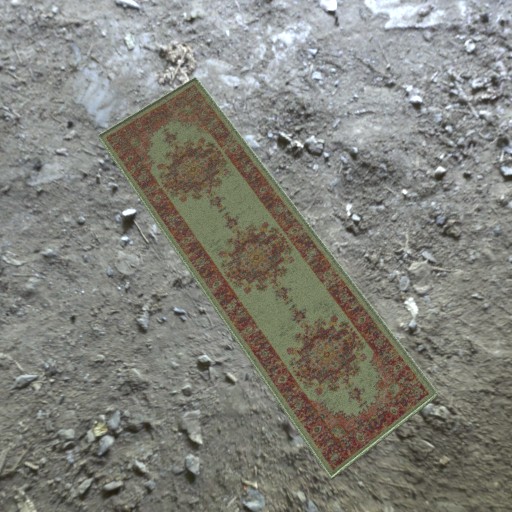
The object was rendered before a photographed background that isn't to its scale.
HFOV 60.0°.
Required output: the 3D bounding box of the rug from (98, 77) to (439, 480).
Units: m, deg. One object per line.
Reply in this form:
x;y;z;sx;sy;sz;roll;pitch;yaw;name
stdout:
0.000;0.000;1.954;0.562;0.009;1.824;-34;79;-8;rug
